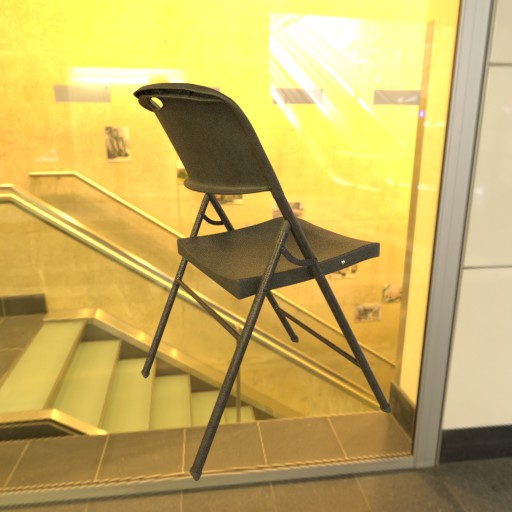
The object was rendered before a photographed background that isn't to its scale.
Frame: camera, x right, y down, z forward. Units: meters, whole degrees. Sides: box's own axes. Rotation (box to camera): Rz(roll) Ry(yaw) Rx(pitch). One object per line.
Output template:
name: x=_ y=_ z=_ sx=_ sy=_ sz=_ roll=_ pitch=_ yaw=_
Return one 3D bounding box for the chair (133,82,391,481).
chair: x=0.000 y=0.000 z=1.160 sx=0.566 sy=0.810 sz=0.494 roll=-7 pitch=17 yaw=-26
